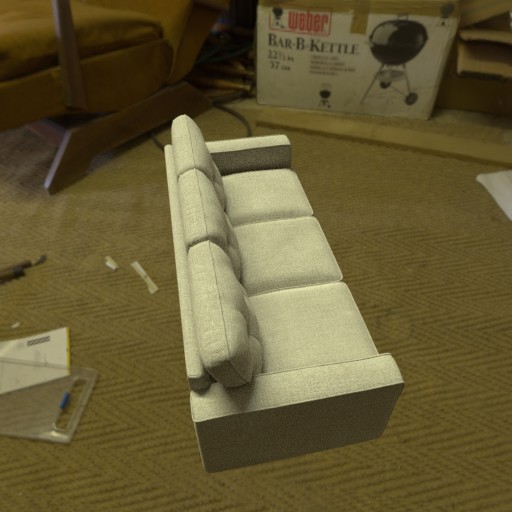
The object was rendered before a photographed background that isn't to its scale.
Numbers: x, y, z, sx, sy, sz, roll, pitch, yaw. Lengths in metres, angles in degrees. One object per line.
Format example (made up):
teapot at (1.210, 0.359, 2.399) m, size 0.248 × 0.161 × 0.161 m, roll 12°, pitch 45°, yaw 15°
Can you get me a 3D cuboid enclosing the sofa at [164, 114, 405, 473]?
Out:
sofa at (0.000, 0.000, 2.680) m, size 0.939 × 0.965 × 2.133 m, roll -8°, pitch 46°, yaw -8°
